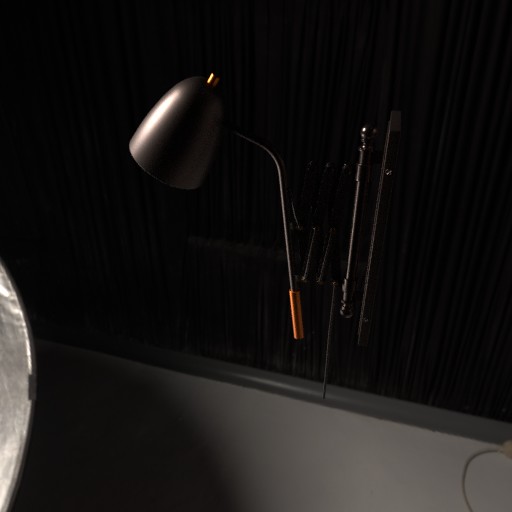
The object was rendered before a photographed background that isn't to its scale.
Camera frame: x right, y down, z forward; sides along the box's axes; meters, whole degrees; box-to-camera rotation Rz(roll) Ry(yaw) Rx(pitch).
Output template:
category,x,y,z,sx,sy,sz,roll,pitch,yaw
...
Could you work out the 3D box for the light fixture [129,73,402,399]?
category,x,y,z,sx,sy,sz,roll,pitch,yaw
light fixture,0.000,0.000,0.936,0.499,0.715,0.162,8,30,14
